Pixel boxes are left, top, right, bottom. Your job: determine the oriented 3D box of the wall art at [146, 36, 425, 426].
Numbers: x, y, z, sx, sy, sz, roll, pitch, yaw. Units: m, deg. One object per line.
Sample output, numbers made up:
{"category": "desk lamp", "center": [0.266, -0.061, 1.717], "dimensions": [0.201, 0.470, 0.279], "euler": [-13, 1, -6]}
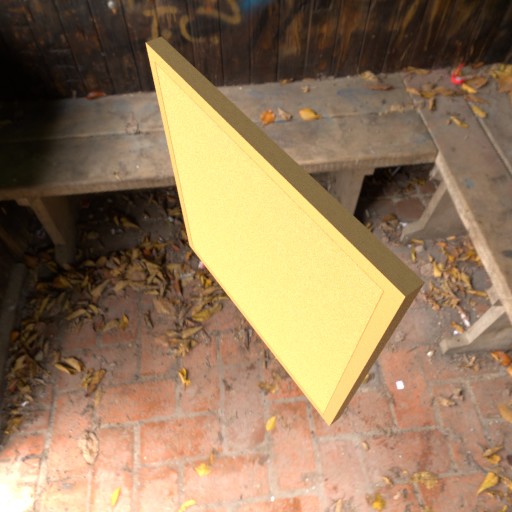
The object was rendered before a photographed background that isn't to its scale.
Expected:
{"category": "wall art", "center": [0.000, 0.000, 2.796], "dimensions": [0.099, 1.926, 1.926], "euler": [-31, 62, -19]}
